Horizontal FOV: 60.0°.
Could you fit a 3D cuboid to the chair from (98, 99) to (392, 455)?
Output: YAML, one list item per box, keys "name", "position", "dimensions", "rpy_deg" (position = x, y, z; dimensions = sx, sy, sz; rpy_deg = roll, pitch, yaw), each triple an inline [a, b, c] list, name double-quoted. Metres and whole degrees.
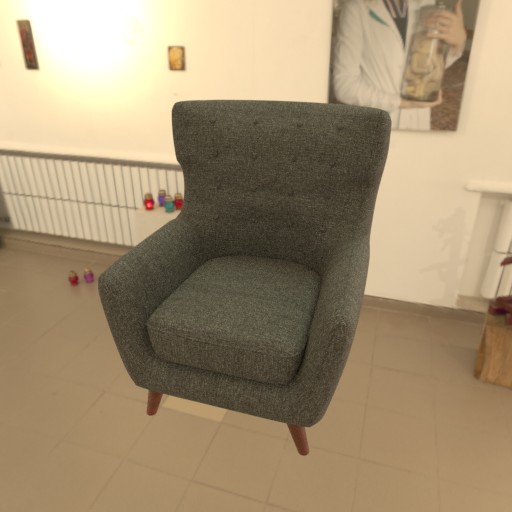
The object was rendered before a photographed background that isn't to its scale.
- name: "chair"
  position: [0.000, 0.000, 1.729]
  dimensions: [0.878, 1.063, 0.904]
  rpy_deg: [8, 27, 16]
